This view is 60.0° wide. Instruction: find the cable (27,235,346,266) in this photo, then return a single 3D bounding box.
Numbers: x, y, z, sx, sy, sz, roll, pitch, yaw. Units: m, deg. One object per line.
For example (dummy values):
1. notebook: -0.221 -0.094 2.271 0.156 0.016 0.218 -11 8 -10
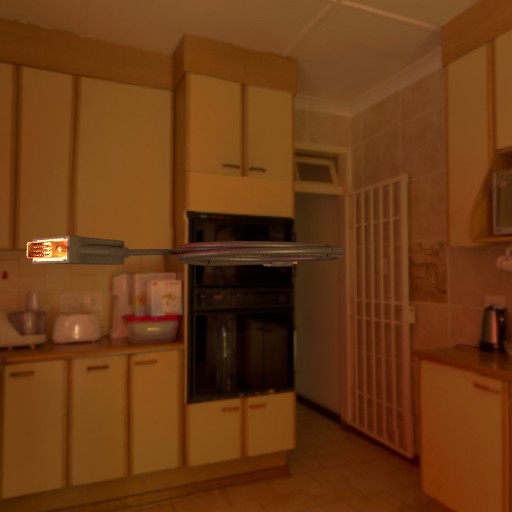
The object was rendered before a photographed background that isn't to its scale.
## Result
1. cable: 0.000 0.000 0.332 0.136 0.015 0.281 -2 -3 36
